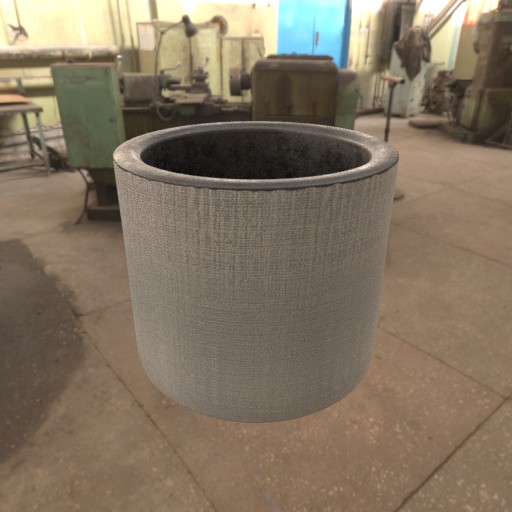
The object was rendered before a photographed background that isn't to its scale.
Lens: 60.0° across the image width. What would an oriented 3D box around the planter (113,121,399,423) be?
[{"bbox_3d":[0.000,0.000,0.222,0.125,0.112,0.125,0,26,0],"label":"planter"}]
